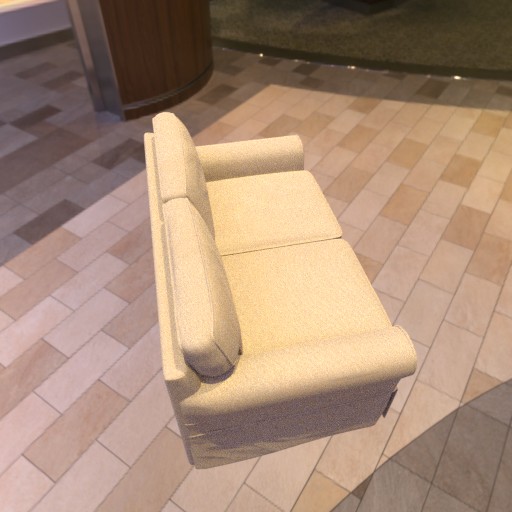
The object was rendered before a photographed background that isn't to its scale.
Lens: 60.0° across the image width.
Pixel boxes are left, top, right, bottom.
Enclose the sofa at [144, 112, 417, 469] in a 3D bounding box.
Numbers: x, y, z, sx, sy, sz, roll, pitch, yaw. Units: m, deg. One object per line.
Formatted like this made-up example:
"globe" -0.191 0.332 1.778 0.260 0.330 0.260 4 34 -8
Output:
"sofa" 0.000 0.000 2.334 0.991 0.940 1.727 -9 46 -9
